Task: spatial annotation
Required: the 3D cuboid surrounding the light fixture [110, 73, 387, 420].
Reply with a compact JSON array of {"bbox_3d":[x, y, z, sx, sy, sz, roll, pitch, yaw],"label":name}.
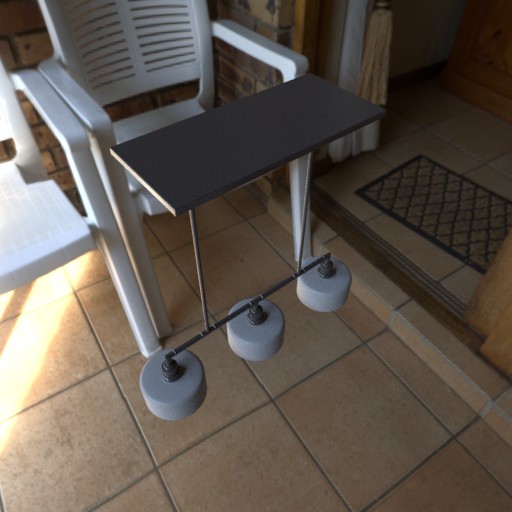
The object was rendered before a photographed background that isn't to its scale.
[{"bbox_3d":[0.000,0.000,0.868,0.582,0.557,0.177,-30,53,-26],"label":"light fixture"}]
